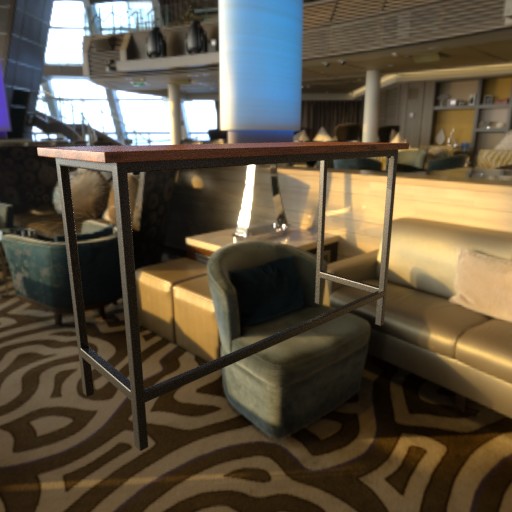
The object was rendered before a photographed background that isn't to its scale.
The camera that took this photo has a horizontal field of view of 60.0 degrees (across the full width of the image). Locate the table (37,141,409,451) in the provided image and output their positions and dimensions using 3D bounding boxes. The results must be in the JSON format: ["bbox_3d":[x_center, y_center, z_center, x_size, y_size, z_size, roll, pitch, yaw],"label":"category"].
[{"bbox_3d":[0.000,0.000,1.522,1.204,0.740,0.408,-14,21,-41],"label":"table"}]
